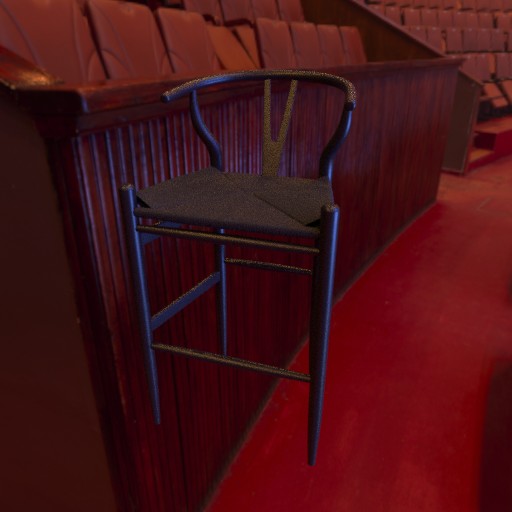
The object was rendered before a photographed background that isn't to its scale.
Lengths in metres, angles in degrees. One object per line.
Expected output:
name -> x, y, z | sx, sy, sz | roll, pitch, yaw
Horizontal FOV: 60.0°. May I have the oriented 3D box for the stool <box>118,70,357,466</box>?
stool -> 0.000, 0.000, 1.417 | 0.569, 1.072, 0.579 | 8, 27, 16
